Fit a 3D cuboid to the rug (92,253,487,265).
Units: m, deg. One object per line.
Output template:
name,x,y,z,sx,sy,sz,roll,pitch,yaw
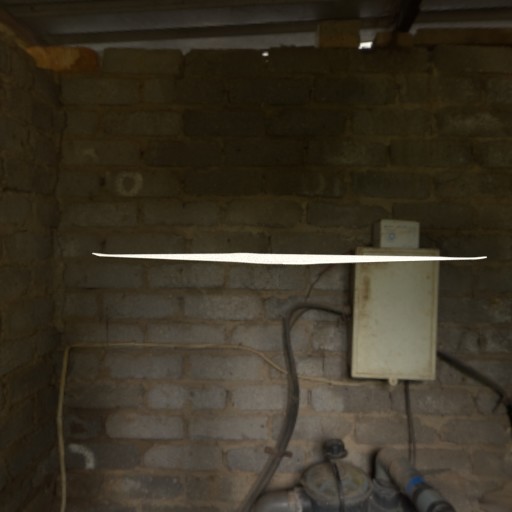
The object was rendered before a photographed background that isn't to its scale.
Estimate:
rug,0.000,0.000,2.456,1.214,0.023,1.947,-1,1,-36
